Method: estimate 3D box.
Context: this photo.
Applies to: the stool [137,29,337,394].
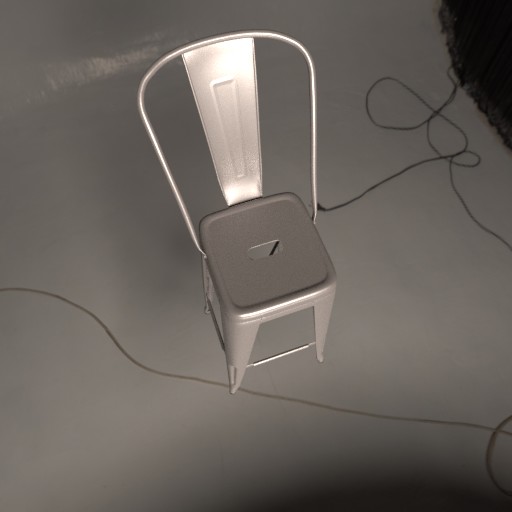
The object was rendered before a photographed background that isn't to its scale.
[{"bbox_3d":[0.000,0.000,1.302,0.399,1.096,0.513,-17,64,-9],"label":"stool"}]
